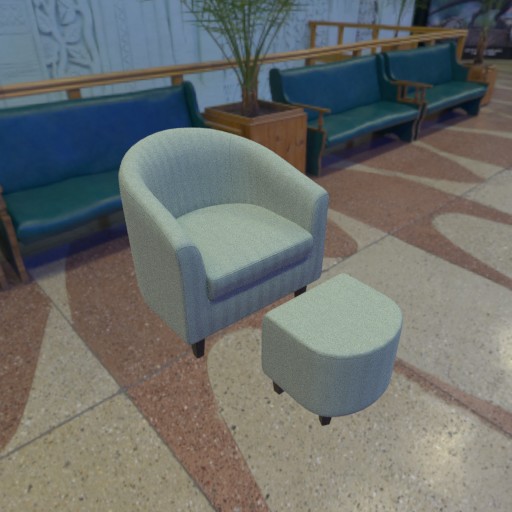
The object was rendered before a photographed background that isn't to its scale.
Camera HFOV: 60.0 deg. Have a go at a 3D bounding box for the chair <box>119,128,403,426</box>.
[{"bbox_3d":[0.000,0.000,1.792,0.756,0.757,1.288,-23,38,-33],"label":"chair"}]
